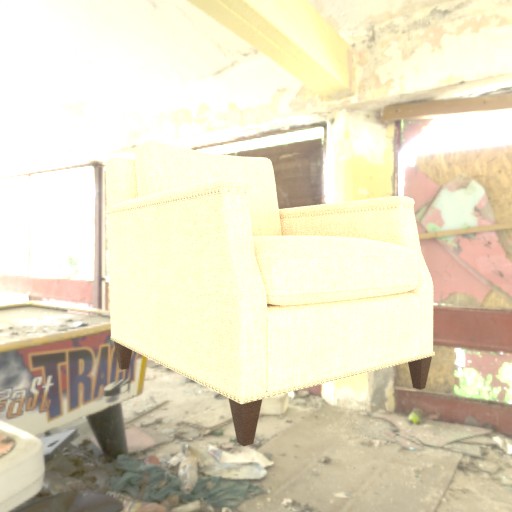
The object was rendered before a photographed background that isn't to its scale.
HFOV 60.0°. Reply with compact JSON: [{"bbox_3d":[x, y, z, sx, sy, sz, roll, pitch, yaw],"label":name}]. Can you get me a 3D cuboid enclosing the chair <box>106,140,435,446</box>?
[{"bbox_3d":[0.000,0.000,1.725,0.838,0.940,1.041,-1,1,-36],"label":"chair"}]
